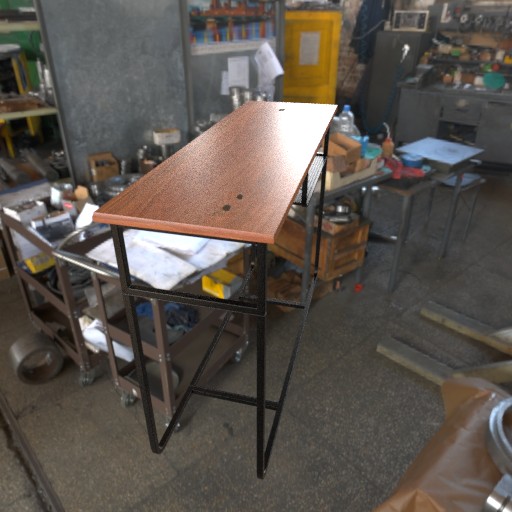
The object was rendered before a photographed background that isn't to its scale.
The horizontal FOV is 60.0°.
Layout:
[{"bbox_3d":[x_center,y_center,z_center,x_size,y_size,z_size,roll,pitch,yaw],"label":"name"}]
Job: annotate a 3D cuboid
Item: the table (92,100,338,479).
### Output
[{"bbox_3d":[0.000,0.000,1.437,0.350,0.750,1.100,7,31,13],"label":"table"}]
